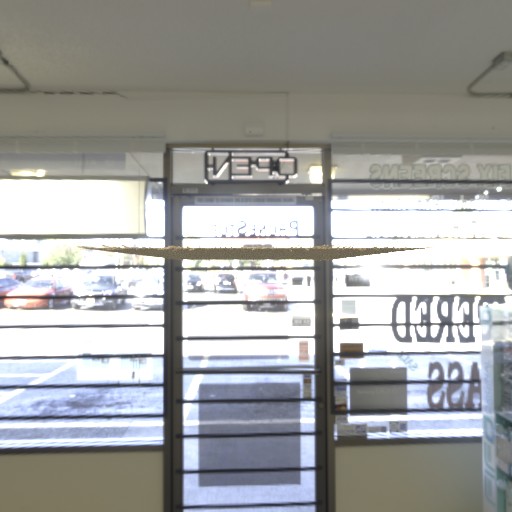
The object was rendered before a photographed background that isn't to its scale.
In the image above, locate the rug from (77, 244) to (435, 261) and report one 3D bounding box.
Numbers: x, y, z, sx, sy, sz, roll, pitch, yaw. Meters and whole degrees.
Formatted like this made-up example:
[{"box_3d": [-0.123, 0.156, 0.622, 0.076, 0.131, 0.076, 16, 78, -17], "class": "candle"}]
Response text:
[{"box_3d": [0.000, 0.000, 3.124, 1.528, 0.034, 2.523, 0, -2, 0], "class": "rug"}]
